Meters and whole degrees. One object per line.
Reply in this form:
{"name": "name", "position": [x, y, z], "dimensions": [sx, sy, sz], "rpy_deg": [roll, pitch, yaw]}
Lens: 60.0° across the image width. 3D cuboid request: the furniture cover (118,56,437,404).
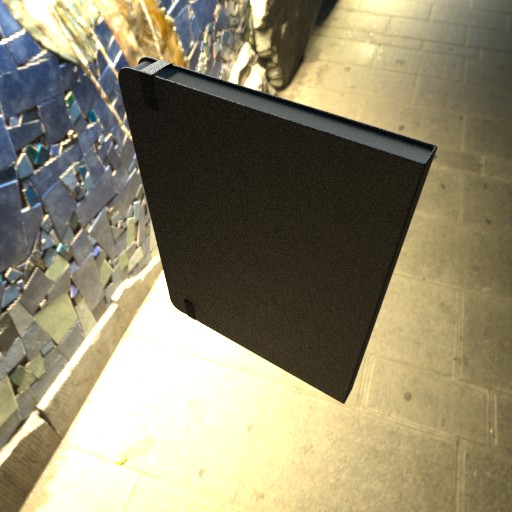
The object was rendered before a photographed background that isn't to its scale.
{"name": "furniture cover", "position": [0.000, 0.000, 0.371], "dimensions": [0.216, 0.281, 0.023], "rpy_deg": [25, 52, 21]}
